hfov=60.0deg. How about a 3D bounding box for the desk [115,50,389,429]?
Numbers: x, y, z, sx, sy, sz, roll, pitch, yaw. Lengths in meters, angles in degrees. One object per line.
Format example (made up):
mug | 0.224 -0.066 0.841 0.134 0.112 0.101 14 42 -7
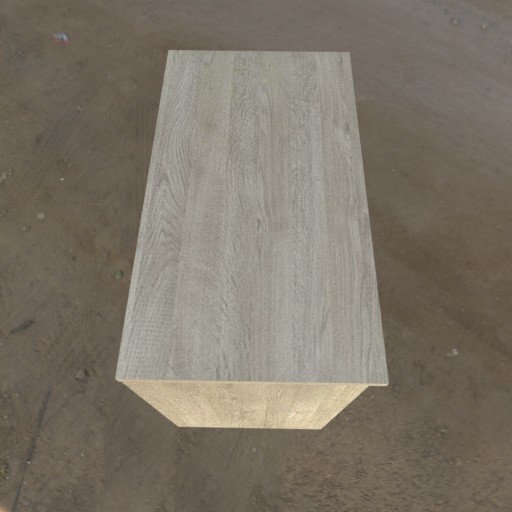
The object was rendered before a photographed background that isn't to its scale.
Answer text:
desk | 0.000 0.000 1.332 0.498 0.724 0.893 1 62 0
